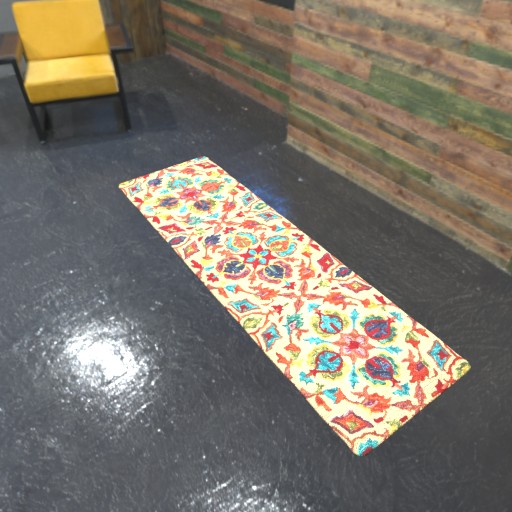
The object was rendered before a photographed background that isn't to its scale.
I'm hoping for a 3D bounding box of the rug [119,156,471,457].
[{"bbox_3d":[0.000,0.000,2.458,0.693,0.016,2.273,-25,47,-26],"label":"rug"}]
